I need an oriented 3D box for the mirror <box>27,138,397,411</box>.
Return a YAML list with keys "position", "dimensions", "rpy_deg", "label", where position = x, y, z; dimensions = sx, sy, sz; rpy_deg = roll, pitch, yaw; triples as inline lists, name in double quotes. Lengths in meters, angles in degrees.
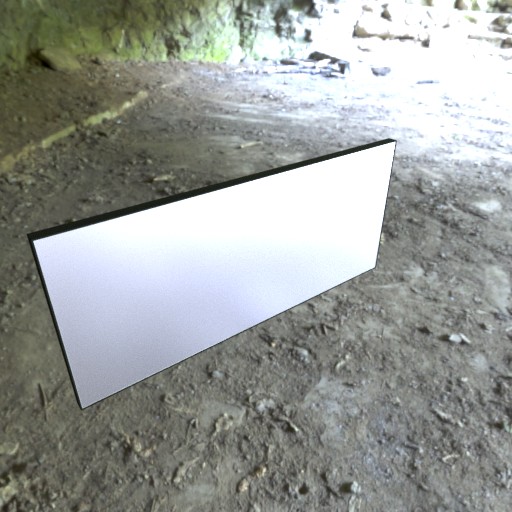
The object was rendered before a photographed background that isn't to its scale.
- position: [0.000, 0.000, 1.818]
  dimensions: [1.584, 0.692, 0.047]
  rpy_deg: [-21, 37, -31]
  label: "mirror"
